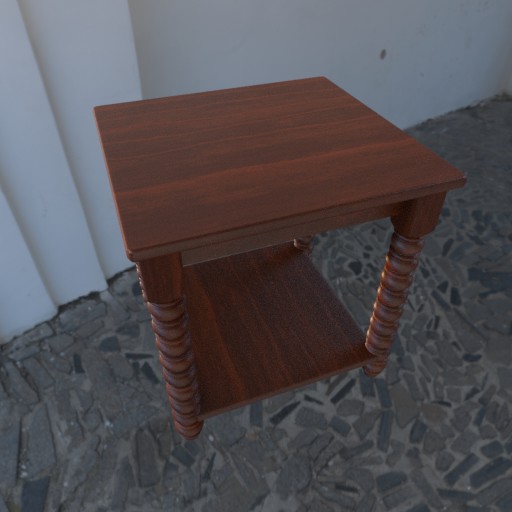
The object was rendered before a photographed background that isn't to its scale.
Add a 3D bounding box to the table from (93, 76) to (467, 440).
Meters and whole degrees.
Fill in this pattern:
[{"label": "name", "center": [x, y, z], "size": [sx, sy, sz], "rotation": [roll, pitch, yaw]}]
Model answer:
[{"label": "table", "center": [0.000, 0.000, 0.985], "size": [0.533, 0.567, 0.500], "rotation": [-14, 42, -15]}]
